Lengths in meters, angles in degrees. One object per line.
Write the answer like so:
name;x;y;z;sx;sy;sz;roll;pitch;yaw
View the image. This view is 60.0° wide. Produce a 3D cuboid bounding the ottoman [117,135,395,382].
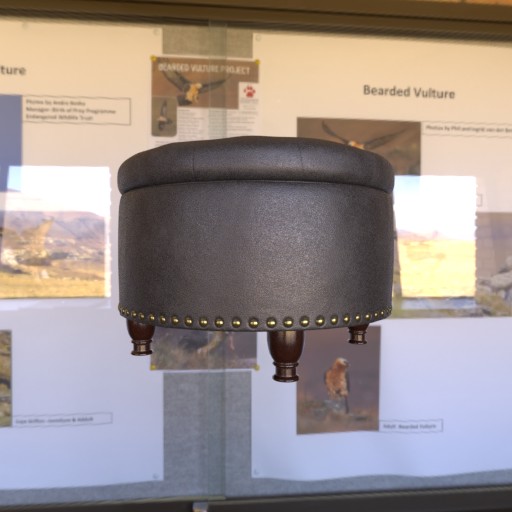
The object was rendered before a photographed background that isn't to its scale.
ottoman;0.000;0.000;1.067;0.637;0.442;0.637;0;1;0
